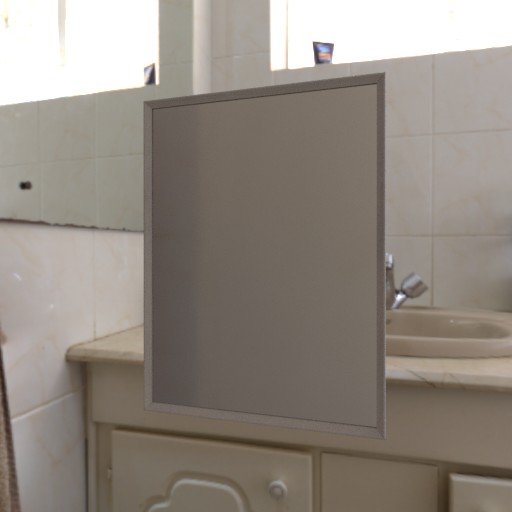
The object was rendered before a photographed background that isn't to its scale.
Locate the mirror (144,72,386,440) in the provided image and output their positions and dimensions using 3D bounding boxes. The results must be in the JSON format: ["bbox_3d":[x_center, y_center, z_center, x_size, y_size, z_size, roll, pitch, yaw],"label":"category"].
[{"bbox_3d":[0.000,0.000,1.358,0.762,1.016,0.041,0,0,18],"label":"mirror"}]
